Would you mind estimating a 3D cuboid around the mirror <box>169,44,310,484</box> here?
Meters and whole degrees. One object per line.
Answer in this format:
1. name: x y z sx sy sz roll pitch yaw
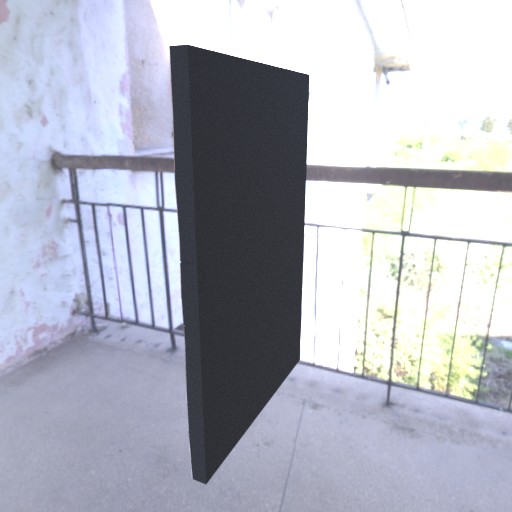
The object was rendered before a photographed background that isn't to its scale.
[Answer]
1. mirror: 0.000 0.000 1.140 0.044 0.912 0.606 8 19 25
